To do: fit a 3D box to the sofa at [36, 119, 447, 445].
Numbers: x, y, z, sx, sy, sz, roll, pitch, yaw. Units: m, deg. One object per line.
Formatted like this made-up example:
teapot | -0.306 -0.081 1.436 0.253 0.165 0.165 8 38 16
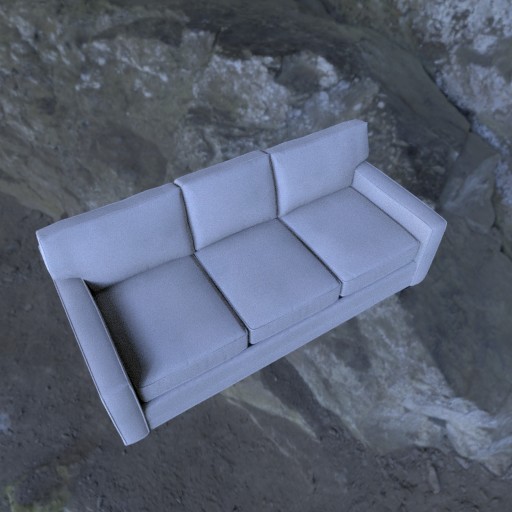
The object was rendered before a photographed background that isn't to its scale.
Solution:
sofa | 0.000 0.000 2.566 2.088 0.862 0.935 -24 51 -21
